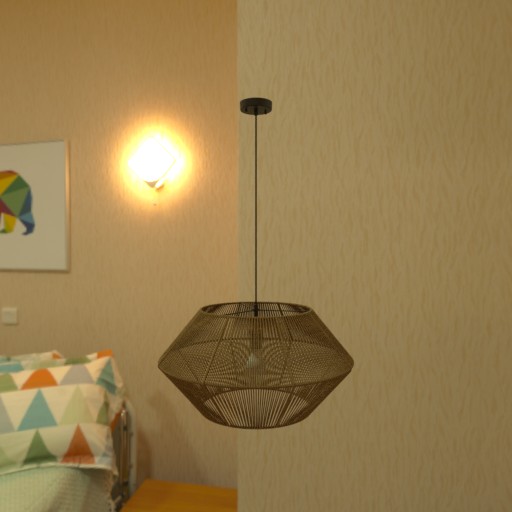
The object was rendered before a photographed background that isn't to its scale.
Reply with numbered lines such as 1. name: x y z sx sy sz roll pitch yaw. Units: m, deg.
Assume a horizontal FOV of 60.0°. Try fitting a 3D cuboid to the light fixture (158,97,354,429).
1. light fixture: 0.000 0.000 1.470 0.643 1.009 0.643 0 1 0
